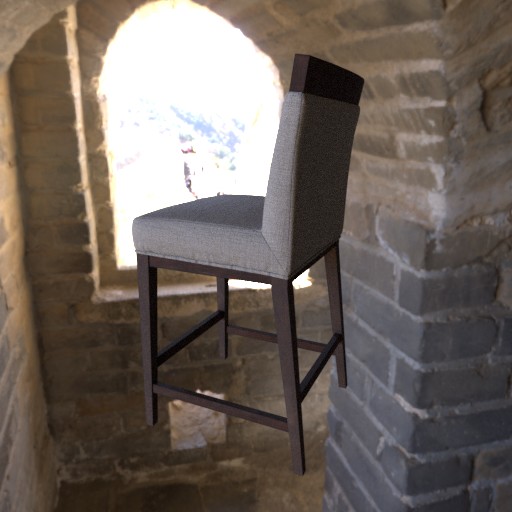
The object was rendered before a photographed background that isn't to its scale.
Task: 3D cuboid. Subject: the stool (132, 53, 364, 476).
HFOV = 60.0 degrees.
[{"bbox_3d":[0.000,0.000,1.316,0.531,1.009,0.512,7,17,24],"label":"stool"}]
